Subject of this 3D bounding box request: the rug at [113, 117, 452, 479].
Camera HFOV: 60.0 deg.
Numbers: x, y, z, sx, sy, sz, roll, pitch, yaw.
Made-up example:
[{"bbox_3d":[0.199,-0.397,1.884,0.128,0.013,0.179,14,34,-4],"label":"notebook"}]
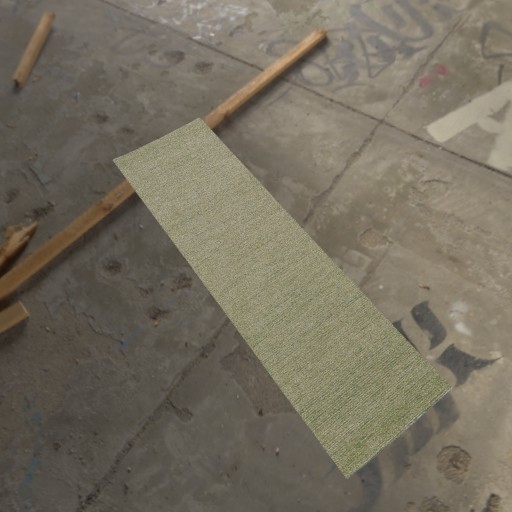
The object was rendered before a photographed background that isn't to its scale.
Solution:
[{"bbox_3d":[0.000,0.000,2.538,0.686,0.013,2.340,-31,64,-18],"label":"rug"}]
